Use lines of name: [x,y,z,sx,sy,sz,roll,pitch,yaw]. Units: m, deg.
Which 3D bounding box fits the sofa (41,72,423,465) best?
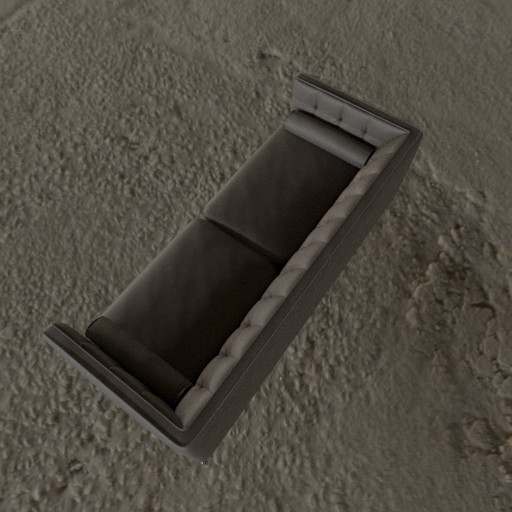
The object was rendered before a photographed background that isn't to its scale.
sofa: [0.000,0.000,2.528,0.867,0.789,2.087,33,66,16]
